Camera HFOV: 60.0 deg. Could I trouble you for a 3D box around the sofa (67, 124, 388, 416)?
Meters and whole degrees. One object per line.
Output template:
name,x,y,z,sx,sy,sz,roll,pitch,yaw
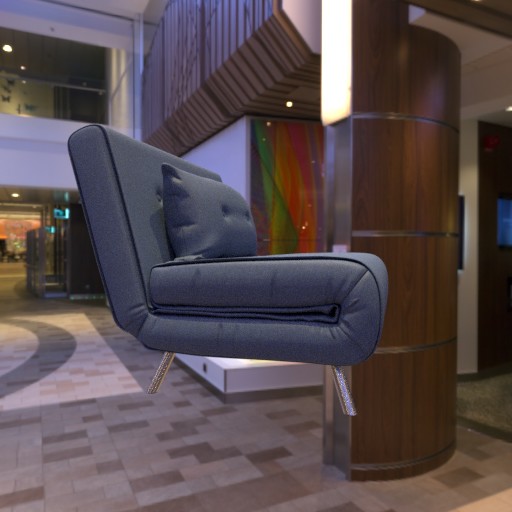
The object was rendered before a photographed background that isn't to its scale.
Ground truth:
sofa,0.000,0.000,1.760,0.996,0.860,0.999,0,1,17
